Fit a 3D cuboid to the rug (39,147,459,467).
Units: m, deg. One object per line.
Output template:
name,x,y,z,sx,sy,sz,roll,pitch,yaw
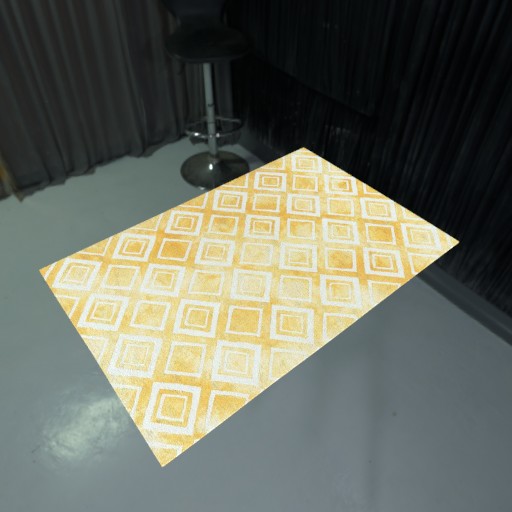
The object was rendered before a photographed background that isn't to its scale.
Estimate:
rug,0.000,0.000,2.294,1.829,0.010,1.213,-30,52,-26
